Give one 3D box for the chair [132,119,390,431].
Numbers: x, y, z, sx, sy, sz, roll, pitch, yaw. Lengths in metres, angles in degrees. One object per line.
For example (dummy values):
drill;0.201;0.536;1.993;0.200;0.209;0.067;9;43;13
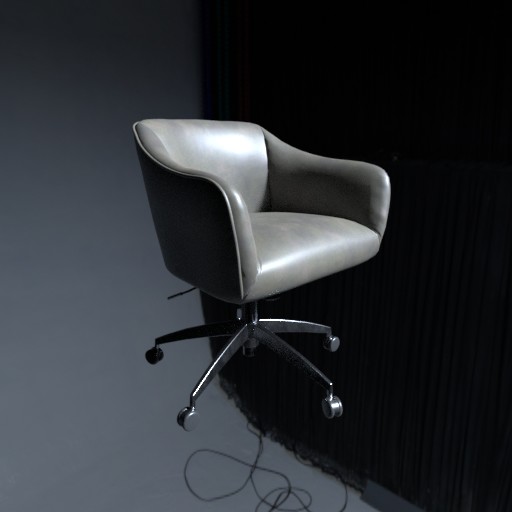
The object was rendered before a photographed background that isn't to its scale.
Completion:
chair;0.000;0.000;1.380;0.689;0.827;0.713;14;21;43
